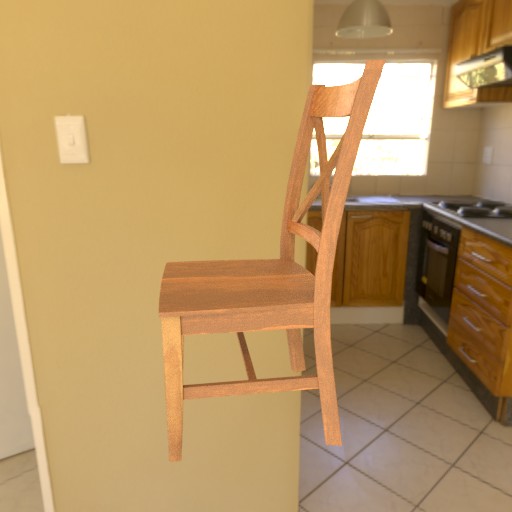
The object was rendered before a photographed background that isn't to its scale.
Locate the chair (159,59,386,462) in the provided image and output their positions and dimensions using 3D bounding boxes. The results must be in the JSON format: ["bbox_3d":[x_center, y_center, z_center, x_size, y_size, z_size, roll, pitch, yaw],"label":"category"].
[{"bbox_3d":[0.000,0.000,1.276,0.542,0.983,0.485,-2,15,-8],"label":"chair"}]
